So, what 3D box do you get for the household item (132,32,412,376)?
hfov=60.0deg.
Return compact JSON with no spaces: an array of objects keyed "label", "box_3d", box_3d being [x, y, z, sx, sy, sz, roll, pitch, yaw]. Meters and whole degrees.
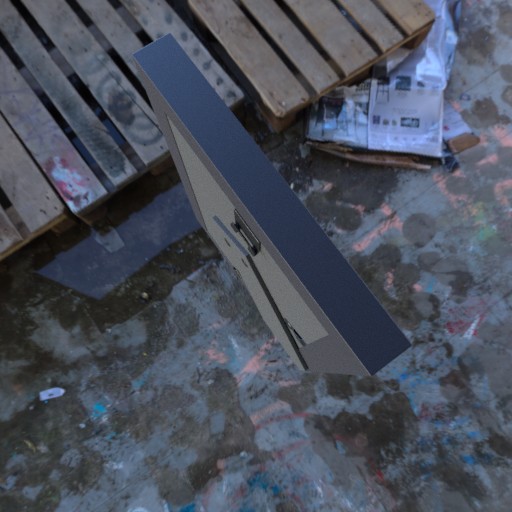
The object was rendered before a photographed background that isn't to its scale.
[{"label":"household item","box_3d":[0.000,0.000,0.228,0.022,0.178,0.133,-34,78,-8]}]
